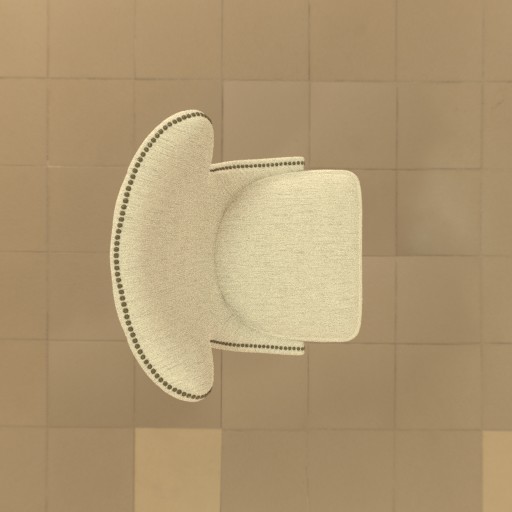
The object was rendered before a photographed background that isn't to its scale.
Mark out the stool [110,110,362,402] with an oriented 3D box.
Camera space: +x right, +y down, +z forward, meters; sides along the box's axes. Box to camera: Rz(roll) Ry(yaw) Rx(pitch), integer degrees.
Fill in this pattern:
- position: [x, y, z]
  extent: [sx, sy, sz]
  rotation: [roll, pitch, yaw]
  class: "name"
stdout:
- position: [0.000, 0.000, 1.361]
  extent: [0.597, 0.972, 0.615]
  rotation: [0, 90, 0]
  class: "stool"
